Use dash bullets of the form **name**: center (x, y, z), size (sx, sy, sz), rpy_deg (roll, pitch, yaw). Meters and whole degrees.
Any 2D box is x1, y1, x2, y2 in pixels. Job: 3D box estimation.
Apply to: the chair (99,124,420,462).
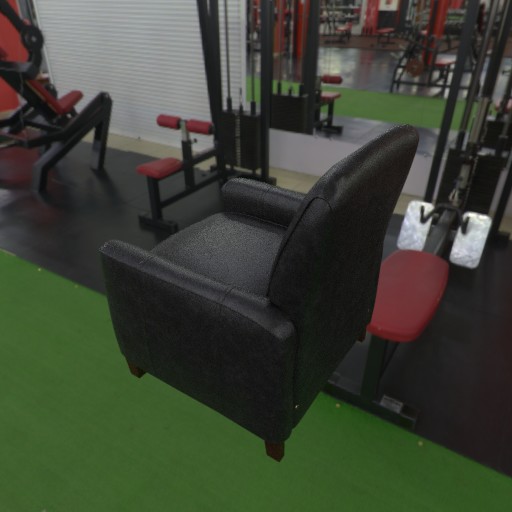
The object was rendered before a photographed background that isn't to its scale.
- **chair**: center (0.000, 0.000, 1.654), size (0.864, 1.014, 0.848), rpy_deg (19, 36, 29)
